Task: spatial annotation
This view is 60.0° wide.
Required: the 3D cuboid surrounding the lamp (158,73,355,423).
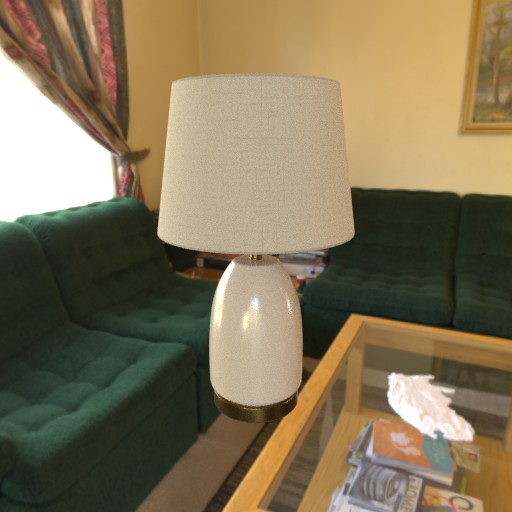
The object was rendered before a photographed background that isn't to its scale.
[{"bbox_3d":[0.000,0.000,0.667,0.285,0.483,0.285,0,15,0],"label":"lamp"}]
